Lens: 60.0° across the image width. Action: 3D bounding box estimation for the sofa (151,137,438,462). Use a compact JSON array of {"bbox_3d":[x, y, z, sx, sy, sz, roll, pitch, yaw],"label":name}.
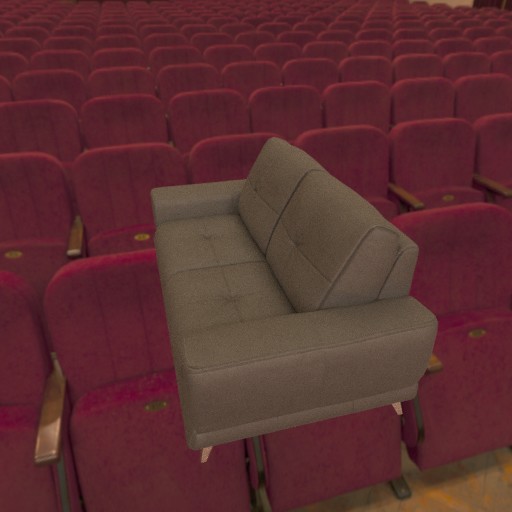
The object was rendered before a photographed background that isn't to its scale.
[{"bbox_3d":[0.000,0.000,2.376,1.018,0.907,1.806,-8,31,-13],"label":"sofa"}]
